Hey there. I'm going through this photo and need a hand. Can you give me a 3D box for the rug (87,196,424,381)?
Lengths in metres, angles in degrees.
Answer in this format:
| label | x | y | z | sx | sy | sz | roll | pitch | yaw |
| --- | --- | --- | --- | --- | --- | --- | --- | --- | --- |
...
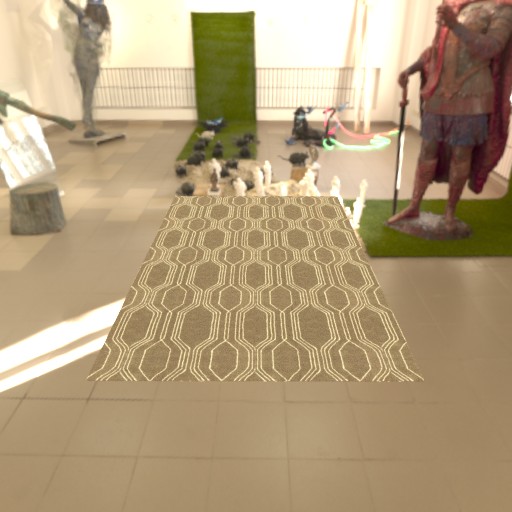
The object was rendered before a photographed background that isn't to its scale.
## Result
| label | x | y | z | sx | sy | sz | roll | pitch | yaw |
| --- | --- | --- | --- | --- | --- | --- | --- | --- | --- |
| rug | 0.000 | 0.000 | 3.103 | 1.541 | 0.012 | 2.457 | 0 | 27 | 0 |
